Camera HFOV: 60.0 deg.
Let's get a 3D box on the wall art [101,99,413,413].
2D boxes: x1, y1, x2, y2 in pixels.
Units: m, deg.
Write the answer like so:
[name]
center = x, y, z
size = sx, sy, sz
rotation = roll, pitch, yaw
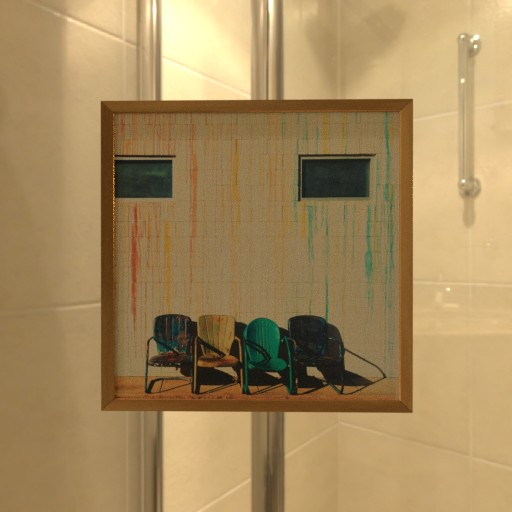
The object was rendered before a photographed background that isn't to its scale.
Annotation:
[wall art]
center = 0.000, 0.000, 0.438
size = 0.302, 0.302, 0.019
rotation = 0, 0, 1
